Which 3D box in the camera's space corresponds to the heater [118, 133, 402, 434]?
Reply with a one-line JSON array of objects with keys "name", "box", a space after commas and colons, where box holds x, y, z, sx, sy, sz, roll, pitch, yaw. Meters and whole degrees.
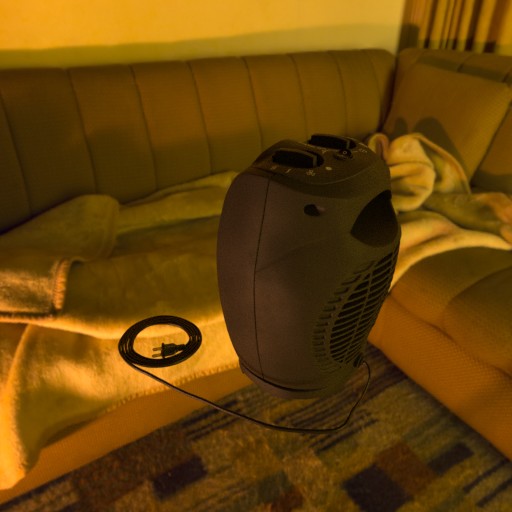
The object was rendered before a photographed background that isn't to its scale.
[{"name": "heater", "box": [0.000, 0.000, 0.482, 0.291, 0.255, 0.239, 21, 36, 32]}]
